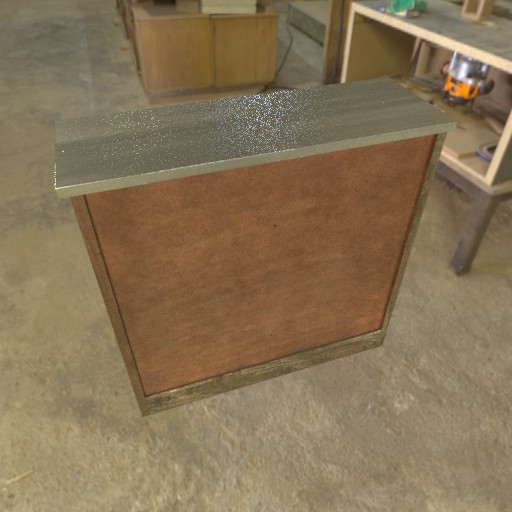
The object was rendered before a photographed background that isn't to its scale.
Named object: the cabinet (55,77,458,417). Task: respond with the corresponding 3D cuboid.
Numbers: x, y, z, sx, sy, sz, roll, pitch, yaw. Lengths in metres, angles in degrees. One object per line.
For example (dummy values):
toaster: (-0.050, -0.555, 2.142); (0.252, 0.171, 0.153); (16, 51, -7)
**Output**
cabinet: (0.000, 0.000, 1.430); (0.968, 0.919, 0.338); (-13, 43, -14)
